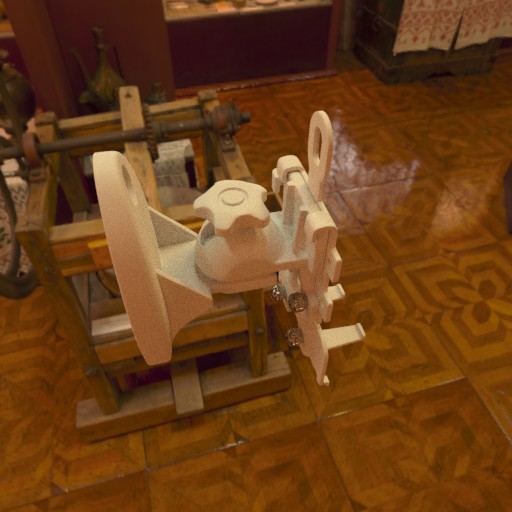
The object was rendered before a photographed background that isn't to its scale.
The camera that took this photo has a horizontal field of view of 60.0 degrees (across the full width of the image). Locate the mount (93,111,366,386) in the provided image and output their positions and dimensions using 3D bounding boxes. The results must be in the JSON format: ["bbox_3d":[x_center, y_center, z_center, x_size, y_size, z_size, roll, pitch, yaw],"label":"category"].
[{"bbox_3d":[0.000,0.000,0.179,0.100,0.118,0.066,-10,47,-10],"label":"mount"}]
